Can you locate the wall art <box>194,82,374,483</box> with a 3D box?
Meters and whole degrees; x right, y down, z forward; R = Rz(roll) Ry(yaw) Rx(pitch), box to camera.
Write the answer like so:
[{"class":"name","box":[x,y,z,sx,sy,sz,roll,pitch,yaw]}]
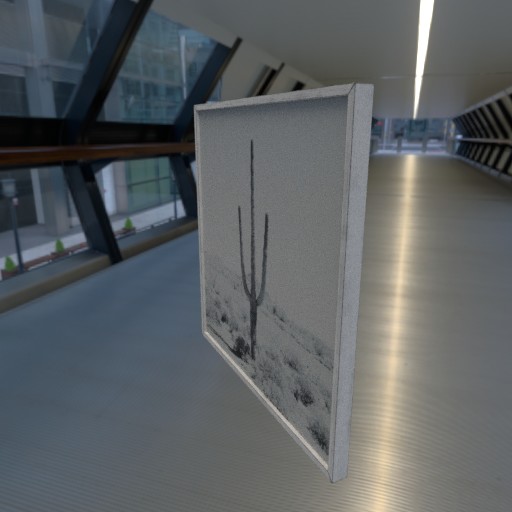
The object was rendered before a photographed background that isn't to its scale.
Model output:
[{"class":"wall art","box":[0.000,0.000,1.130,0.038,0.762,0.762,-8,18,-26]}]
